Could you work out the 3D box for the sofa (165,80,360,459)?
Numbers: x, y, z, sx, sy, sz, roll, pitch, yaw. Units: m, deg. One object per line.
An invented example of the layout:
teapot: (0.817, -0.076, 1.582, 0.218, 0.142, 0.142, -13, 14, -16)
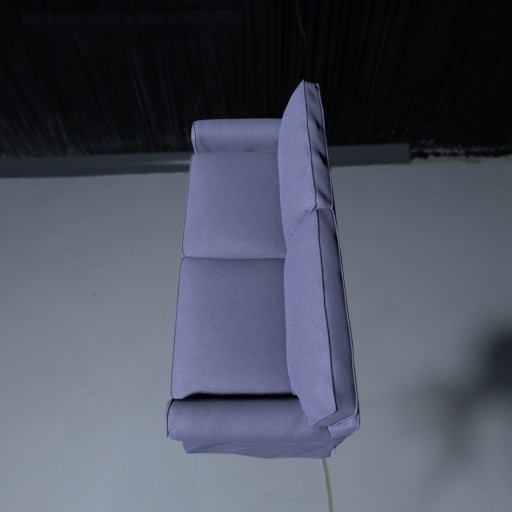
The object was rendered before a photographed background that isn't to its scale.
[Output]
sofa: (0.000, 0.000, 2.837, 0.983, 1.094, 2.256, 0, 59, 0)
